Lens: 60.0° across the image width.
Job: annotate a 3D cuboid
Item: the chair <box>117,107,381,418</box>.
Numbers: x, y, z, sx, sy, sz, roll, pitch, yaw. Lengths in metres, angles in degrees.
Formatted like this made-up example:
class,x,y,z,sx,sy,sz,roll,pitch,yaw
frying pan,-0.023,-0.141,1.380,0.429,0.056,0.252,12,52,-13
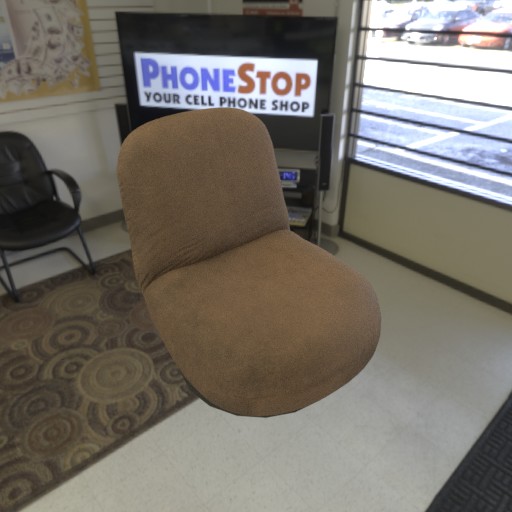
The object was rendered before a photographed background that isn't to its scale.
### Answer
class,x,y,z,sx,sy,sz,roll,pitch,yaw
chair,0.000,0.000,1.055,0.521,0.594,0.597,-21,36,-32
